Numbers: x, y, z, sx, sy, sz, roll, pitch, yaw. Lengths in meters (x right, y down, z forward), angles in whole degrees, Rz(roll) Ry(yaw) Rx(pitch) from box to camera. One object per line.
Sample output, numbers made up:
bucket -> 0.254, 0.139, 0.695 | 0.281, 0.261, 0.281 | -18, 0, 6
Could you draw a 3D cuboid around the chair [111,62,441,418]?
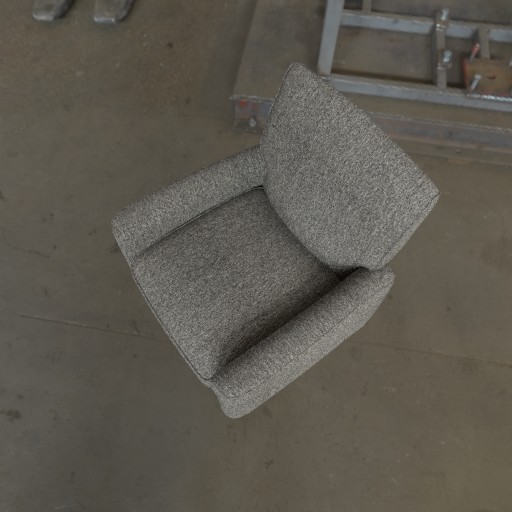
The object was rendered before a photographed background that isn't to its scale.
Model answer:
chair -> 0.000, 0.000, 1.691 | 0.864, 1.014, 0.848 | -33, 68, -15
